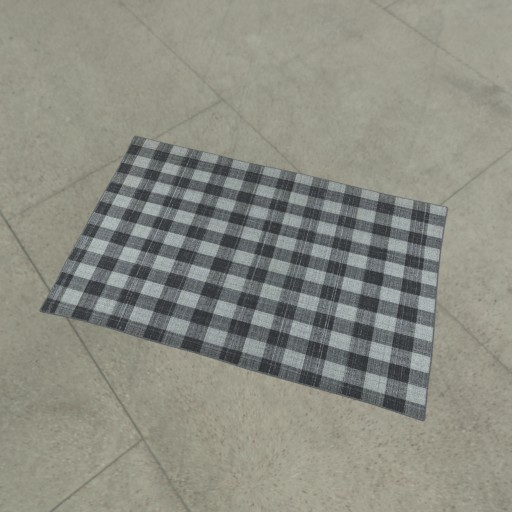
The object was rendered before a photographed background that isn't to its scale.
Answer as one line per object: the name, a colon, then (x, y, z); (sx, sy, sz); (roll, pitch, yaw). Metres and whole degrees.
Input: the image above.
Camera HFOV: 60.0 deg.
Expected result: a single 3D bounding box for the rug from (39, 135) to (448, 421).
rug: (0.000, 0.000, 3.051); (2.476, 0.011, 1.554); (14, 63, 7)
